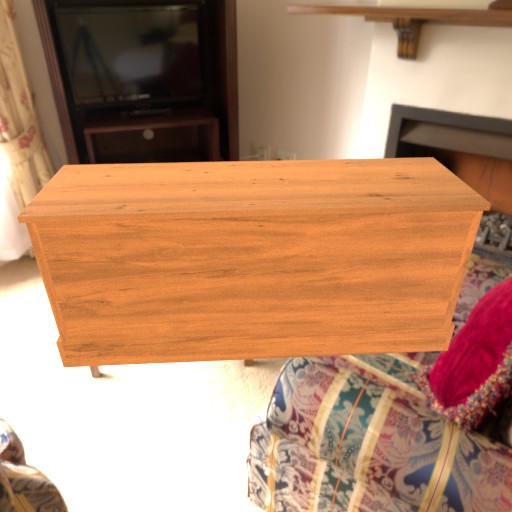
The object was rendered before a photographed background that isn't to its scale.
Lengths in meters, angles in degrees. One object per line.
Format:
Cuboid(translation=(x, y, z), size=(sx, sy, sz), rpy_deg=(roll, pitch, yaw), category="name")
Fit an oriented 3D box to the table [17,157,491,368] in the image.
Cuboid(translation=(0.000, 0.000, 1.422), size=(1.200, 0.510, 0.400), rpy_deg=(-2, 31, -3), category="table")
